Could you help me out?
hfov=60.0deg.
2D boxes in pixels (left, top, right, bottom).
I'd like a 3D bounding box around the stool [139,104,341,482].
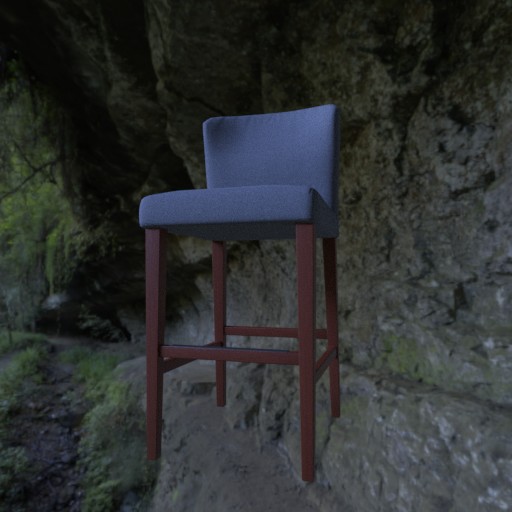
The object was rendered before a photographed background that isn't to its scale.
[{"bbox_3d":[0.000,0.000,1.350,0.481,1.069,0.568,-1,-3,17],"label":"stool"}]
